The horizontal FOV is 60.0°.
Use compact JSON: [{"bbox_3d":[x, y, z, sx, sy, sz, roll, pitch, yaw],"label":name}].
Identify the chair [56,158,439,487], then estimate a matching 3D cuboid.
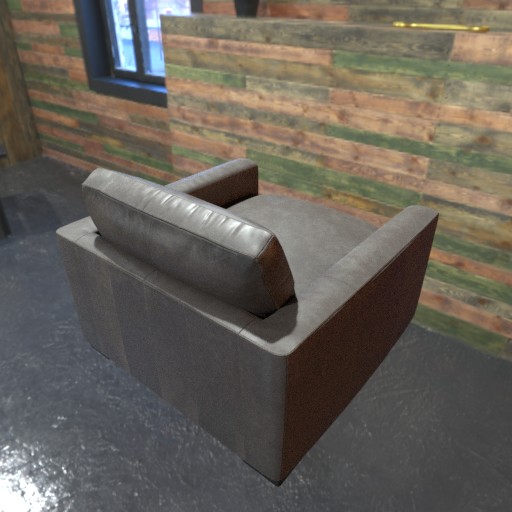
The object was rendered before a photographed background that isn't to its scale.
[{"bbox_3d":[0.000,0.000,1.784,1.106,0.807,1.080,23,38,33],"label":"chair"}]
